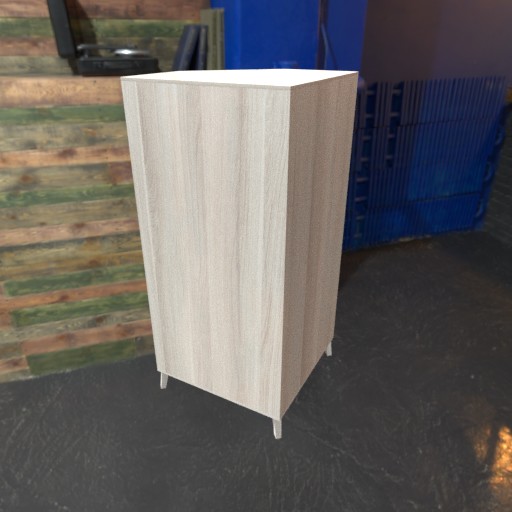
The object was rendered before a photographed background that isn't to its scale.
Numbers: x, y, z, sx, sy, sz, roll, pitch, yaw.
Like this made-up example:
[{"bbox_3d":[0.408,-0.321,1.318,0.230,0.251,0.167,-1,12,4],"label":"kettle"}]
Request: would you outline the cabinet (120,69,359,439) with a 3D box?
[{"bbox_3d":[0.000,0.000,2.599,1.272,1.957,0.969,-7,27,-15],"label":"cabinet"}]
